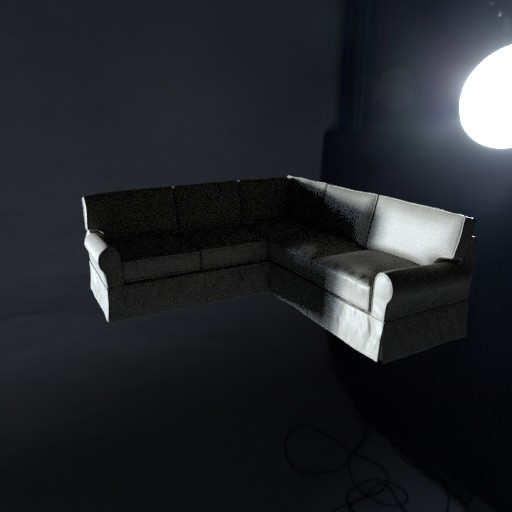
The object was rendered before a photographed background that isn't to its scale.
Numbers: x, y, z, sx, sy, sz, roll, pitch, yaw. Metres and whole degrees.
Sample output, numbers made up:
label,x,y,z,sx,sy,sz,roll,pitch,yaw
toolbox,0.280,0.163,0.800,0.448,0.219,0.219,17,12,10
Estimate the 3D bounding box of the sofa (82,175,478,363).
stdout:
label,x,y,z,sx,sy,sz,roll,pitch,yaw
sofa,0.000,0.000,4.020,2.618,1.081,2.623,-9,19,-27
